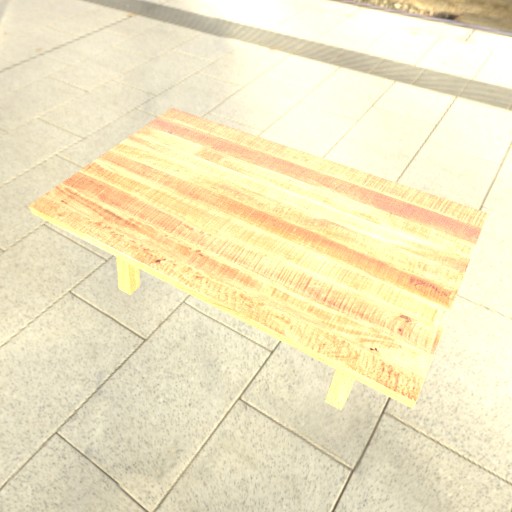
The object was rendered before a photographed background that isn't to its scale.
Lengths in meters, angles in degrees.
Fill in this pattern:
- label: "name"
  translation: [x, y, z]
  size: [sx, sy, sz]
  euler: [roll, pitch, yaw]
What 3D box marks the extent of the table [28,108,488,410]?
- label: "table"
  translation: [0.000, 0.000, 1.634]
  size: [1.320, 0.455, 0.760]
  euler: [24, 52, 21]
